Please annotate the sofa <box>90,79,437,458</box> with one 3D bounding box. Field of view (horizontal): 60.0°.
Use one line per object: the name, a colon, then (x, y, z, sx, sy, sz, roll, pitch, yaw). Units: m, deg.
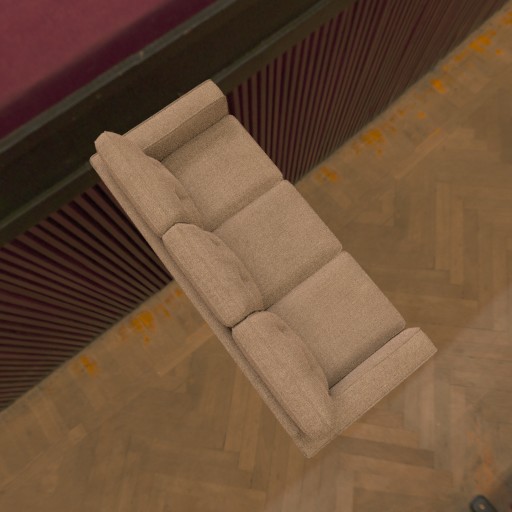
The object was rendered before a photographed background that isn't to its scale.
sofa: (0.000, 0.000, 2.700, 0.939, 0.965, 2.133, -37, 79, -8)
